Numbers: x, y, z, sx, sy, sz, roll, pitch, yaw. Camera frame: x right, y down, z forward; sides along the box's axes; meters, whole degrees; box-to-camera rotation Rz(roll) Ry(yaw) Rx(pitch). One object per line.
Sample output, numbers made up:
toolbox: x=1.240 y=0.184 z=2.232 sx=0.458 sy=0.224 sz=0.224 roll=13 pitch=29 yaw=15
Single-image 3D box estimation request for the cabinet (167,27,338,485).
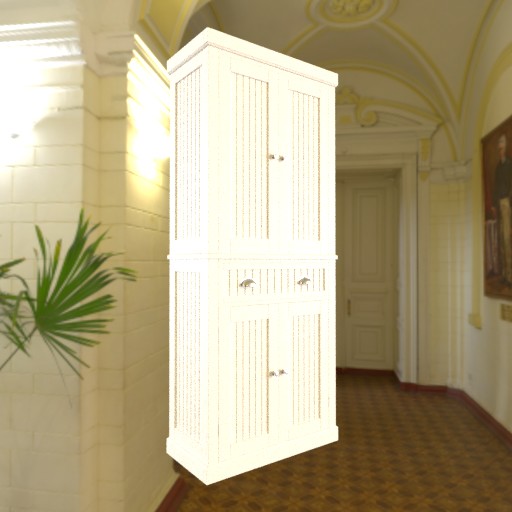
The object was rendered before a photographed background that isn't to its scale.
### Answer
cabinet: x=0.000 y=0.000 z=2.137 sx=0.754 sy=1.829 sz=0.390 roll=1 pitch=-1 yaw=-36
